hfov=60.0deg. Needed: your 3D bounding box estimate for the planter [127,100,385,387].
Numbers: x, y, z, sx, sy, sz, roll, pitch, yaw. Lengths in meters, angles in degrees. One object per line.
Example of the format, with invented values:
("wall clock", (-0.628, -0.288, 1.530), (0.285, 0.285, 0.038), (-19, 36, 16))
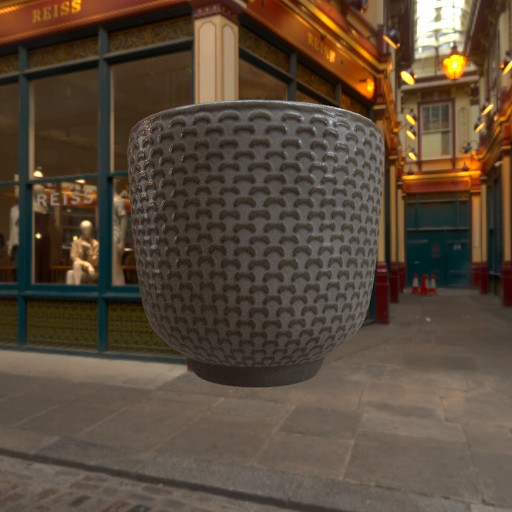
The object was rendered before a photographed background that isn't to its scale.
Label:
("planter", (0.000, 0.000, 0.310), (0.173, 0.160, 0.173), (0, 0, 0))
